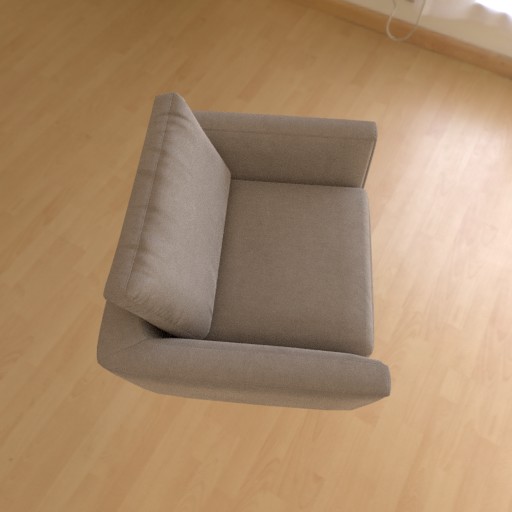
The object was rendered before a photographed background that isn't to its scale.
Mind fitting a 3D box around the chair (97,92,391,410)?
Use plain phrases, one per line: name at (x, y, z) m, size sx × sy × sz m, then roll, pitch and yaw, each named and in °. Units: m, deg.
chair at (0.000, 0.000, 1.655) m, size 0.889 × 0.864 × 1.041 m, roll 4°, pitch 63°, yaw 2°
